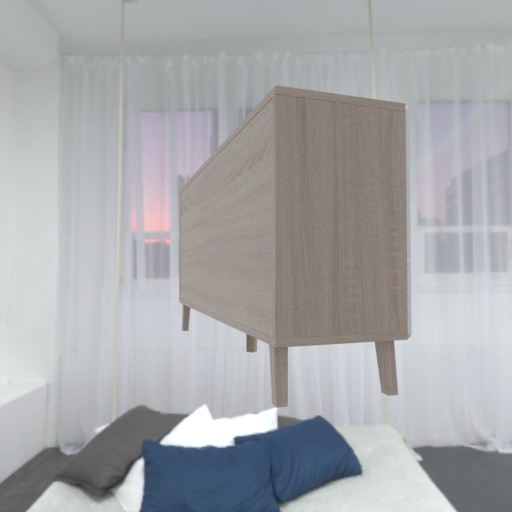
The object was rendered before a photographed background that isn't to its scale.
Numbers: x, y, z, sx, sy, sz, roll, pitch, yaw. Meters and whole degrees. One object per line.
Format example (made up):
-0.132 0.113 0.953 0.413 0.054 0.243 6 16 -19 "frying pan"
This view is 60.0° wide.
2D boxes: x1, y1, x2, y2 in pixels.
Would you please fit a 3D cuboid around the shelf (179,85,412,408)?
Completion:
0.000 0.000 1.826 0.400 0.780 1.490 1 -2 -19 "shelf"
